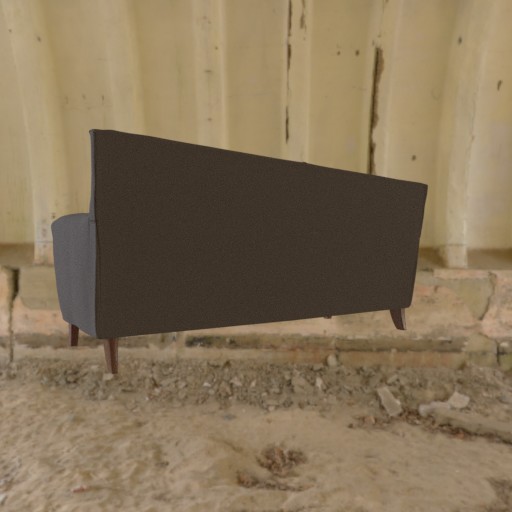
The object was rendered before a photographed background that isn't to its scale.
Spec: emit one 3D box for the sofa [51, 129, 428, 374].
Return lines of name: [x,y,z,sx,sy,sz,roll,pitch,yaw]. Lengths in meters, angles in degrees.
sofa: [0.000,0.000,2.465,2.002,0.907,0.843,0,-1,-36]
